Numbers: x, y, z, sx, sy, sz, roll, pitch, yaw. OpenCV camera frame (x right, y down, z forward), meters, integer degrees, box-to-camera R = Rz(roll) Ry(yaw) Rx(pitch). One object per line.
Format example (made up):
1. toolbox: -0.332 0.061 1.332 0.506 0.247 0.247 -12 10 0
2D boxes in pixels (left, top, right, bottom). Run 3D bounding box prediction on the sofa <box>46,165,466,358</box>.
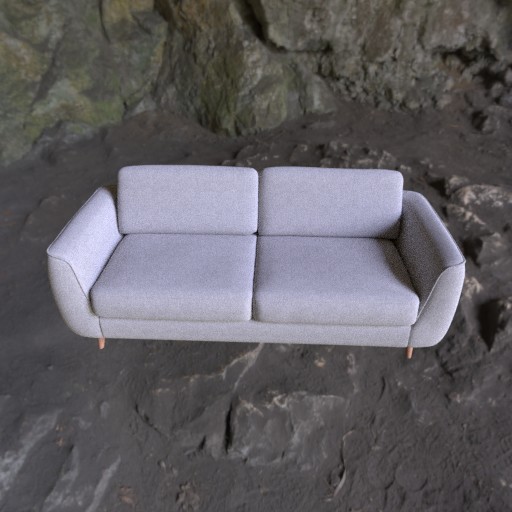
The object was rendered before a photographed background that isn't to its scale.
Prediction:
1. sofa: 0.000 0.000 2.483 2.000 0.850 0.920 1 31 2
